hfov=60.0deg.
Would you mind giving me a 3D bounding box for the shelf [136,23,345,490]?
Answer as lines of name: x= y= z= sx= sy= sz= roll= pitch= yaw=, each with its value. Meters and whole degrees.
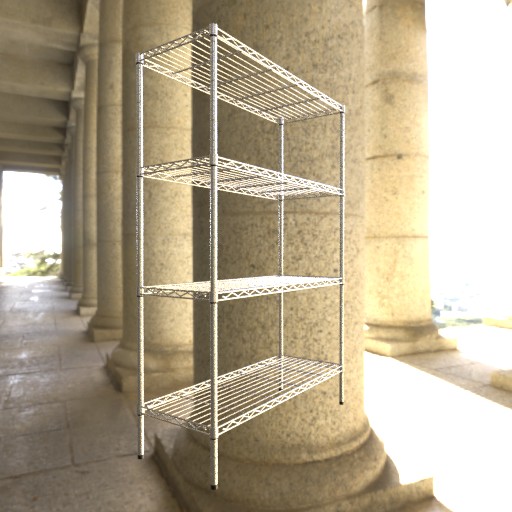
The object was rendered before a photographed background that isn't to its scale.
shelf: x=0.000 y=0.000 z=1.753 sx=0.352 sy=1.360 sz=0.907 roll=0 pitch=1 yaw=36
